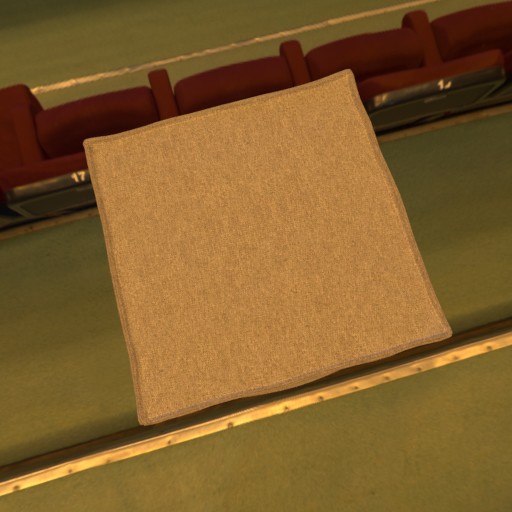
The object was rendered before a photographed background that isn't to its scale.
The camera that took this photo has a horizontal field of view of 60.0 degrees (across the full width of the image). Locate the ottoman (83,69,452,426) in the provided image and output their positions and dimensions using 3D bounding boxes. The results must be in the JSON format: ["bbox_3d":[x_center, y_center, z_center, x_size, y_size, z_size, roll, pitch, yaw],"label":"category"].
[{"bbox_3d":[0.000,0.000,1.186,0.707,0.470,0.696,-16,77,-4],"label":"ottoman"}]
